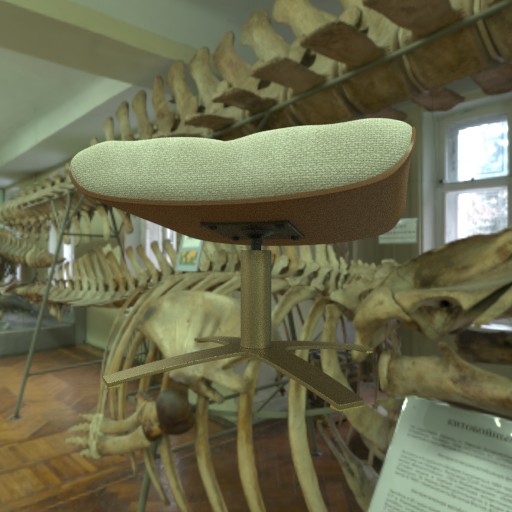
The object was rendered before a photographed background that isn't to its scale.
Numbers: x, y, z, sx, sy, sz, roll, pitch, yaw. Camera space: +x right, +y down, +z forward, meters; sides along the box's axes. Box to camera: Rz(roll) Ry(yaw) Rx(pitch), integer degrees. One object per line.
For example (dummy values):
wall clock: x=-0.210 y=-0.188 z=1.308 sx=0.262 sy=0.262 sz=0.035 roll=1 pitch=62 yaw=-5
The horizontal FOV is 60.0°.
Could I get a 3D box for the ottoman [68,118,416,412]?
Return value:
ottoman: x=0.000 y=0.000 z=0.792 sx=0.520 sy=0.391 sz=0.394 roll=0 pitch=0 yaw=17
